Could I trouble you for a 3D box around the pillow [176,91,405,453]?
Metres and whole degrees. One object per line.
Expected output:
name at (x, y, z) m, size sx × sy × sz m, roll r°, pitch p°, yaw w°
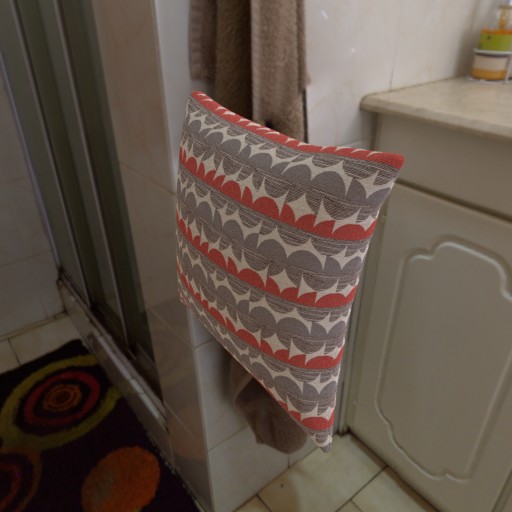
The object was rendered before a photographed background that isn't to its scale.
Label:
pillow at (0.000, 0.000, 0.666) m, size 0.180 × 0.410 × 0.420 m, roll -21°, pitch 37°, yaw -30°
